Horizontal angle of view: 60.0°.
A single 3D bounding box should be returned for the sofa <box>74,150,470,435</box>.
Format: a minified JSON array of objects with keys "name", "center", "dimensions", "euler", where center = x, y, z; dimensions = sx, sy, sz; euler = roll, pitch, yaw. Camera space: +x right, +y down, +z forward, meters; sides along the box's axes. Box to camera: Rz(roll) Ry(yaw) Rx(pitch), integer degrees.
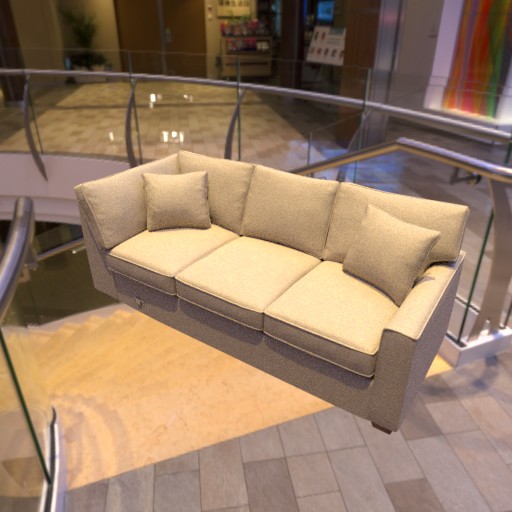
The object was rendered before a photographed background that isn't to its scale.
[{"name":"sofa","center":[0.000,0.000,2.872],"dimensions":[2.317,0.962,1.061],"euler":[18,33,30]}]
